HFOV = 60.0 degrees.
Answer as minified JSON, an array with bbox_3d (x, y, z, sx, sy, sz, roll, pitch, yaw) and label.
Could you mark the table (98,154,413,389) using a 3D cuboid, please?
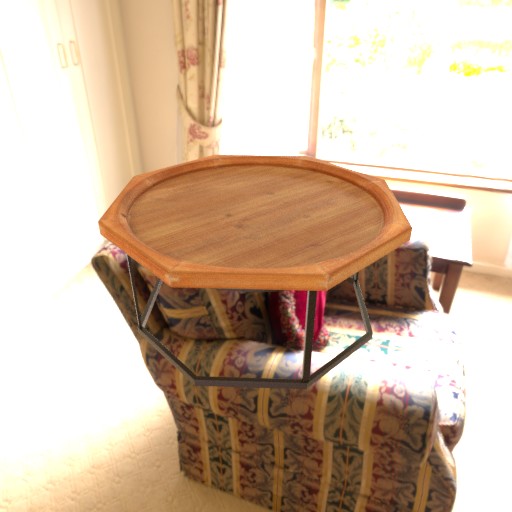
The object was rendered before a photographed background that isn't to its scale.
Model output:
[{"bbox_3d":[0.000,0.000,1.577,1.002,0.444,1.002,0,30,0],"label":"table"}]
